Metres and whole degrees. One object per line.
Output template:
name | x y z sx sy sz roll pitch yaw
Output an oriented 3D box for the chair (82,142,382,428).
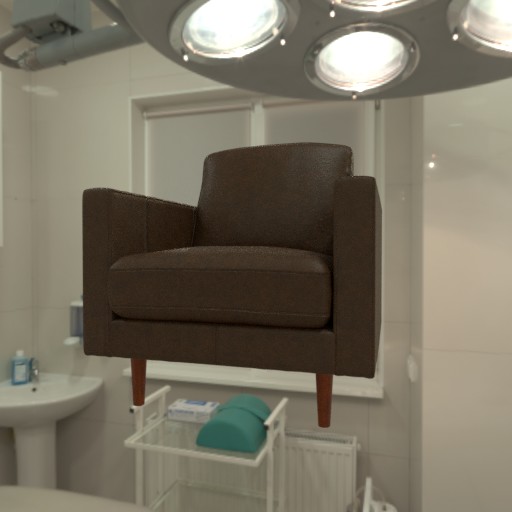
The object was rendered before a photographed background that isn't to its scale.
chair | 0.000 0.000 1.652 0.890 0.956 0.909 0 1 17
